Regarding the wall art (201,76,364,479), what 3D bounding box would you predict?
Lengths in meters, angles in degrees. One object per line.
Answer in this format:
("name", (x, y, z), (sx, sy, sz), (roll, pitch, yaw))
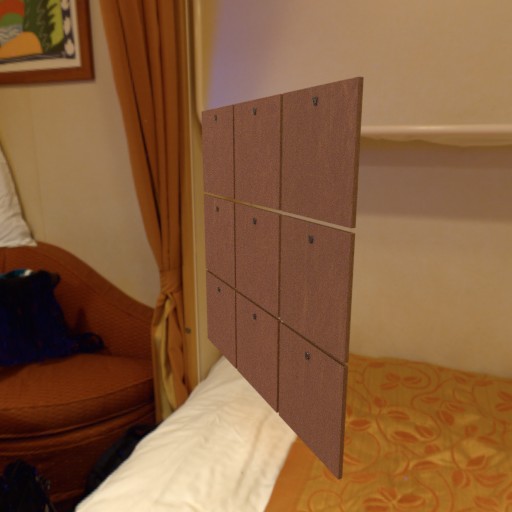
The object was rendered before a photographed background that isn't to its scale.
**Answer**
("wall art", (0.000, 0.000, 1.363), (0.018, 0.913, 0.915), (-7, 15, -25))
